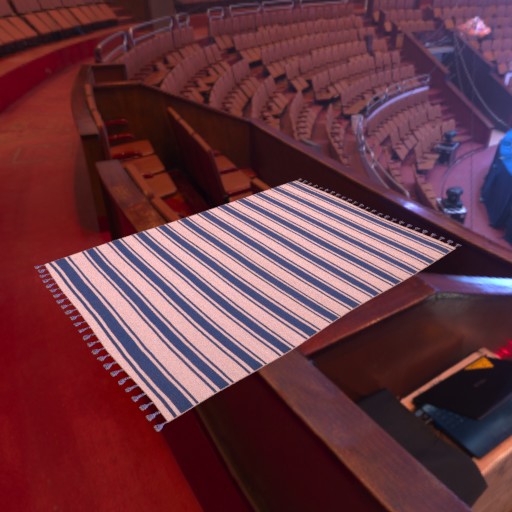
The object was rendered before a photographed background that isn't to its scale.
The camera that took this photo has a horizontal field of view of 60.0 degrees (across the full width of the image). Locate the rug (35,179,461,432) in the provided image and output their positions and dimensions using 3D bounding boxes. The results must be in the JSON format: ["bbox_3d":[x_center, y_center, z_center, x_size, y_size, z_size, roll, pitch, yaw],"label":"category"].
[{"bbox_3d":[0.000,0.000,2.852,2.315,0.010,1.544,-23,39,-33],"label":"rug"}]
